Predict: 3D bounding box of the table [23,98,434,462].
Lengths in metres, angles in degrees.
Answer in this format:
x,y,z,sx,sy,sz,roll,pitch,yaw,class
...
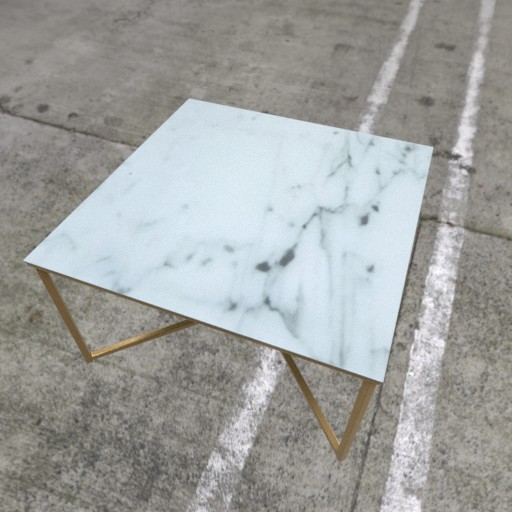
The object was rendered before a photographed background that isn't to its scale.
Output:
x,y,z,sx,sy,sz,roll,pitch,yaw,class
0.000,0.000,1.303,0.800,0.450,0.800,16,49,15,table
